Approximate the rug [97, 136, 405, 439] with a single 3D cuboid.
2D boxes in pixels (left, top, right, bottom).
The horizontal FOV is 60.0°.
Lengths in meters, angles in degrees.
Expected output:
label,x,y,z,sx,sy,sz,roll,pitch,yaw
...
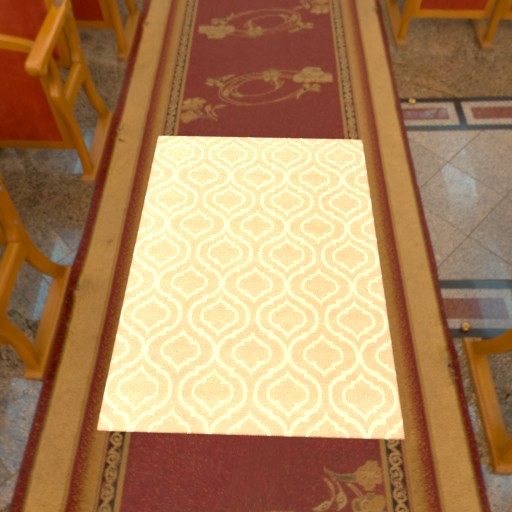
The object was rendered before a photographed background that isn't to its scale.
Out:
label,x,y,z,sx,sy,sz,roll,pitch,yaw
rug,0.000,0.000,4.396,2.438,0.010,3.353,1,57,1
